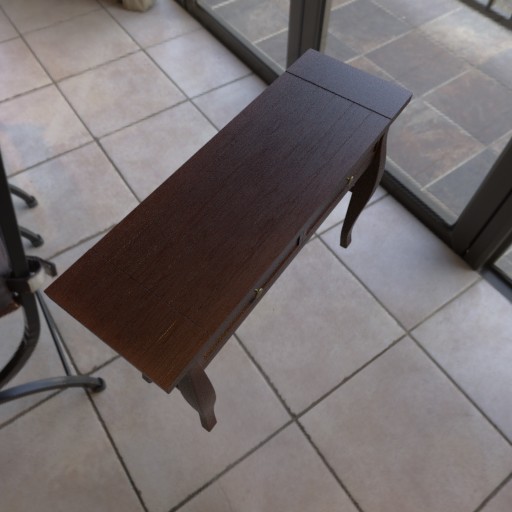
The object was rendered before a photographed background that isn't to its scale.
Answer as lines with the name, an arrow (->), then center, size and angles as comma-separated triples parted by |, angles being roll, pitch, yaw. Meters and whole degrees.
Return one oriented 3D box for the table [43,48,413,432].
table -> 0.000, 0.000, 1.448 | 0.373, 0.768, 1.062 | 32, 64, 18
